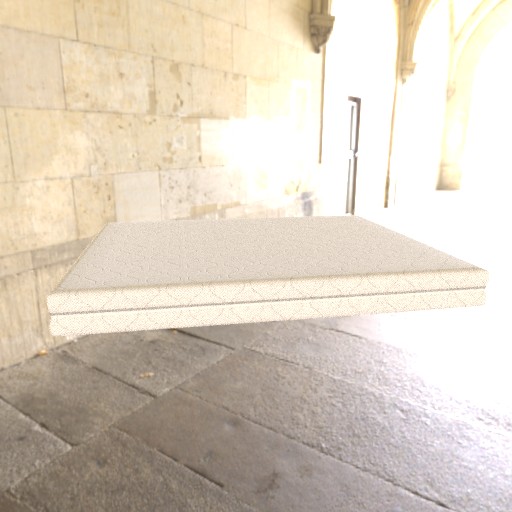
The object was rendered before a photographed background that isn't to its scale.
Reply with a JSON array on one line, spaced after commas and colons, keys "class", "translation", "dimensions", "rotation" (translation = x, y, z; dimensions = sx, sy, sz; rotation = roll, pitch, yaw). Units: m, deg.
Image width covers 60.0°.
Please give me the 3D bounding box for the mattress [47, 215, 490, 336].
[{"class": "mattress", "translation": [0.000, 0.000, 2.726], "dimensions": [2.000, 0.200, 1.600], "rotation": [-3, 15, -10]}]
